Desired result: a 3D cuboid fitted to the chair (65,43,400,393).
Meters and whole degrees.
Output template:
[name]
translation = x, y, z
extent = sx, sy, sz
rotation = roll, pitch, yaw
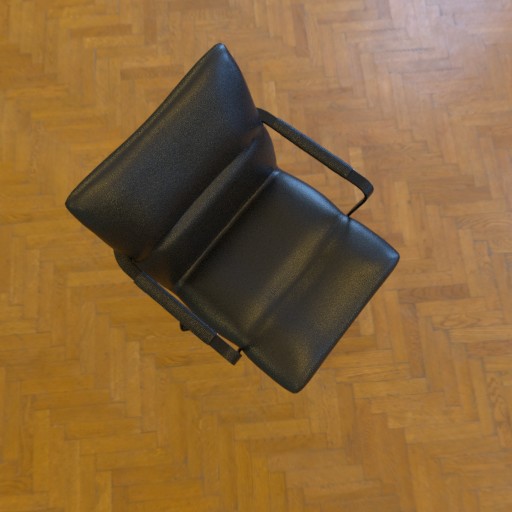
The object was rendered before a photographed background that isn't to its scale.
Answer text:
[chair]
translation = 0.000, 0.000, 1.454
extent = 0.748, 0.922, 0.719
rotation = 38, 80, 8
